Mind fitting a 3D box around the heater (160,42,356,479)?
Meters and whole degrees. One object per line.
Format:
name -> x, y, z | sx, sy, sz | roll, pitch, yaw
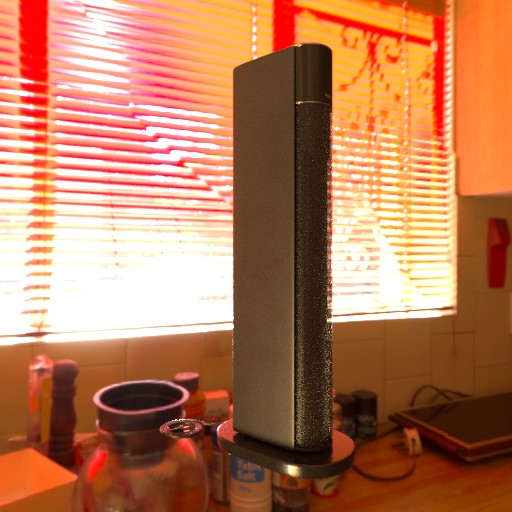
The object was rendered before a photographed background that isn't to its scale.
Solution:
heater -> 0.000, 0.000, 1.011 | 0.458, 0.856, 0.214 | 0, 0, 36
